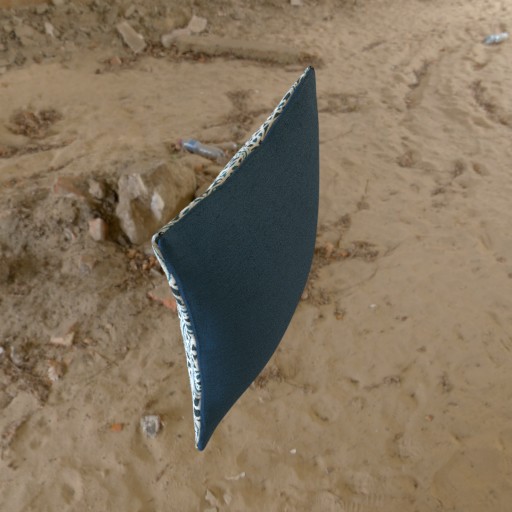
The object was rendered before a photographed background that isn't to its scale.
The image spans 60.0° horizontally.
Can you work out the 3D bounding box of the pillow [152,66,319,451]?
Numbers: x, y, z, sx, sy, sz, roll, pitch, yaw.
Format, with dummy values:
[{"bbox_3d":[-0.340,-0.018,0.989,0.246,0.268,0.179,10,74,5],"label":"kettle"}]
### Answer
[{"bbox_3d":[0.000,0.000,0.660,0.145,0.420,0.440,16,46,16],"label":"pillow"}]
